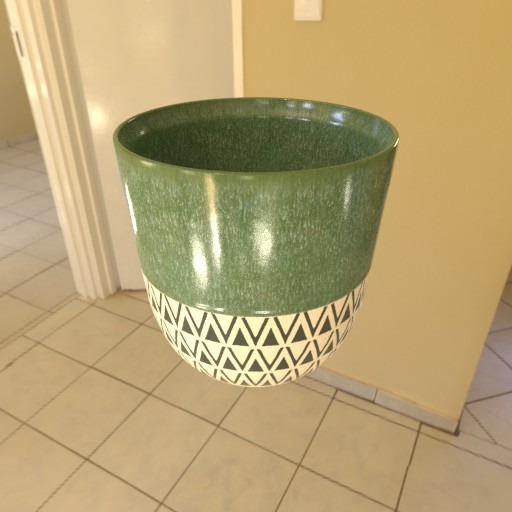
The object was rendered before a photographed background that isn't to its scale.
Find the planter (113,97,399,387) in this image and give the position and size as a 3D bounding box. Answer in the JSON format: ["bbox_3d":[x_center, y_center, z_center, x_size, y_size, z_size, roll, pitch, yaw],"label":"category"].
[{"bbox_3d":[0.000,0.000,0.366,0.195,0.214,0.195,0,31,0],"label":"planter"}]
